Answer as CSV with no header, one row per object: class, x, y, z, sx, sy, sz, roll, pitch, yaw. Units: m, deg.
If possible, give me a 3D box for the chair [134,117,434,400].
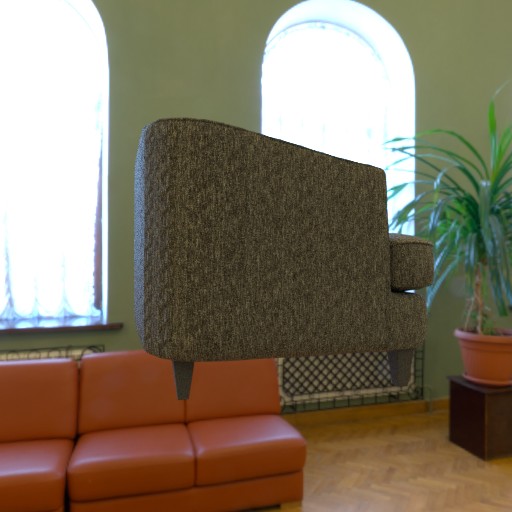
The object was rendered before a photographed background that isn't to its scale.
chair,0.000,0.000,1.805,0.941,0.852,1.104,0,0,-17
